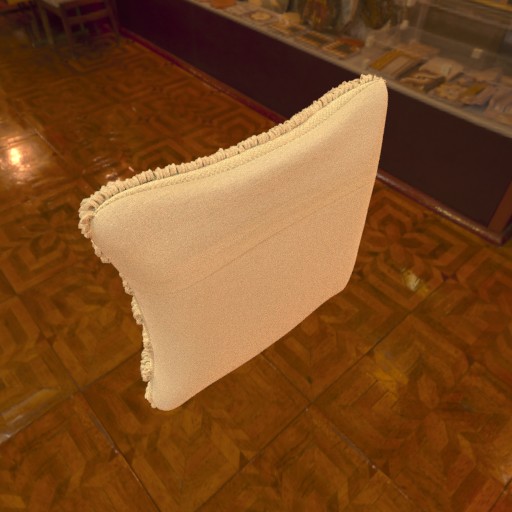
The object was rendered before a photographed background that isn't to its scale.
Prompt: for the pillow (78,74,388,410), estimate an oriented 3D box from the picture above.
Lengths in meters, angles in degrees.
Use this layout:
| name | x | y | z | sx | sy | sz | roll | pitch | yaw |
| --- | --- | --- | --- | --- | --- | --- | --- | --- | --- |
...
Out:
| name | x | y | z | sx | sy | sz | roll | pitch | yaw |
| --- | --- | --- | --- | --- | --- | --- | --- | --- | --- |
| pillow | 0.000 | 0.000 | 0.647 | 0.437 | 0.427 | 0.145 | -31 | 54 | -26 |
